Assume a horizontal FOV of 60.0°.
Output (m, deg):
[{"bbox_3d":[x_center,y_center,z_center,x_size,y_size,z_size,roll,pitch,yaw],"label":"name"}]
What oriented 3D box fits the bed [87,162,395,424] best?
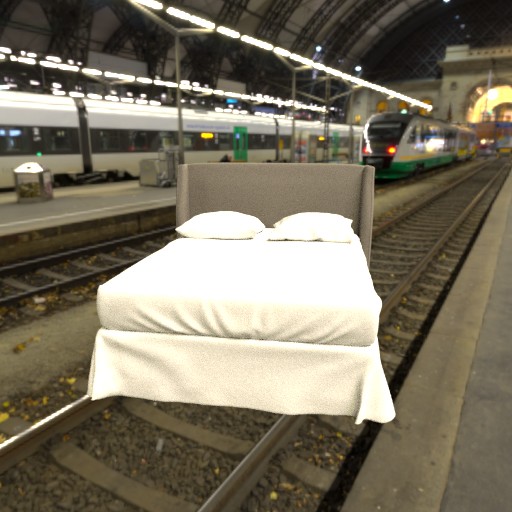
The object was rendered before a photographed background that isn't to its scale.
[{"bbox_3d":[0.000,0.000,3.451,1.925,1.332,2.276,2,14,9],"label":"bed"}]
